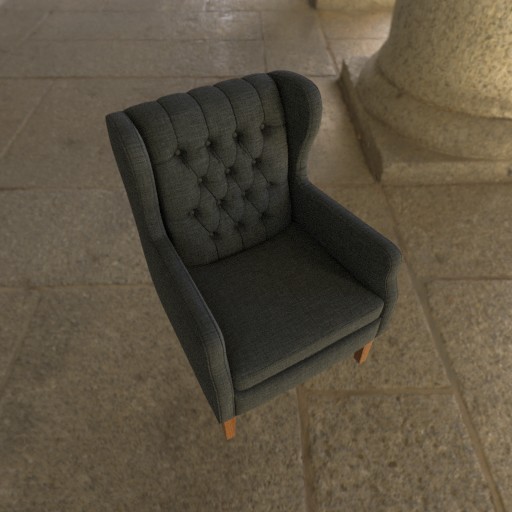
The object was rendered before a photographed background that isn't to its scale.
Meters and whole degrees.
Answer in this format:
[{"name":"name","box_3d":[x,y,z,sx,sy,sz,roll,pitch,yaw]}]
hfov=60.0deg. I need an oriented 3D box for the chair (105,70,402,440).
[{"name":"chair","box_3d":[0.000,0.000,1.539,0.711,0.953,0.775,-23,50,-21]}]
